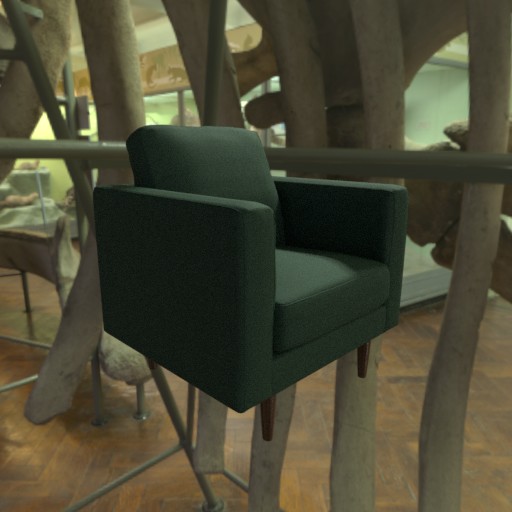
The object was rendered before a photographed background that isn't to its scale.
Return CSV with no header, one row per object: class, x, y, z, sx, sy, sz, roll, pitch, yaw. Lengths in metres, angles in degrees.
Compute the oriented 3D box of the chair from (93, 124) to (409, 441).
chair,0.000,0.000,1.613,0.800,0.927,0.855,13,19,43
